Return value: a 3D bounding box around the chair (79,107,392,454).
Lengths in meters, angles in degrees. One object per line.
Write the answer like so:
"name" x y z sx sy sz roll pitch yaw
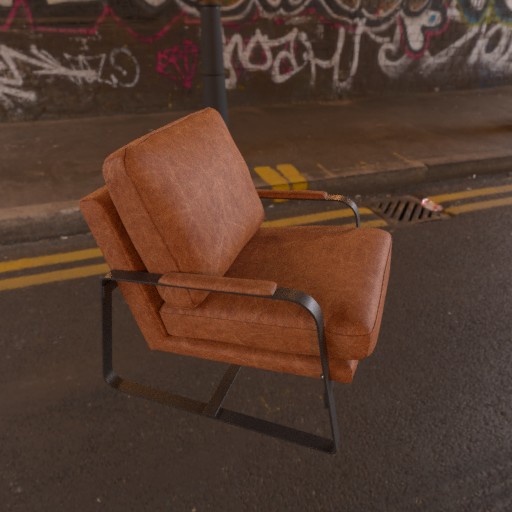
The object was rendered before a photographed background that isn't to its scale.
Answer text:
"chair" 0.000 0.000 1.378 0.801 0.777 0.651 10 32 17
